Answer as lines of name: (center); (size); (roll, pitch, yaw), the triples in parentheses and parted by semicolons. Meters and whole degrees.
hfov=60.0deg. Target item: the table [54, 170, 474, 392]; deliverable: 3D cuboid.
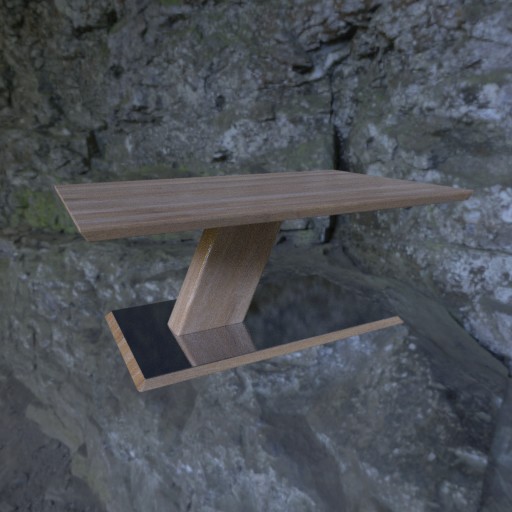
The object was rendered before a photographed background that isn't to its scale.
table: (0.000, 0.000, 1.432); (1.100, 0.441, 0.692); (-8, 19, -26)
